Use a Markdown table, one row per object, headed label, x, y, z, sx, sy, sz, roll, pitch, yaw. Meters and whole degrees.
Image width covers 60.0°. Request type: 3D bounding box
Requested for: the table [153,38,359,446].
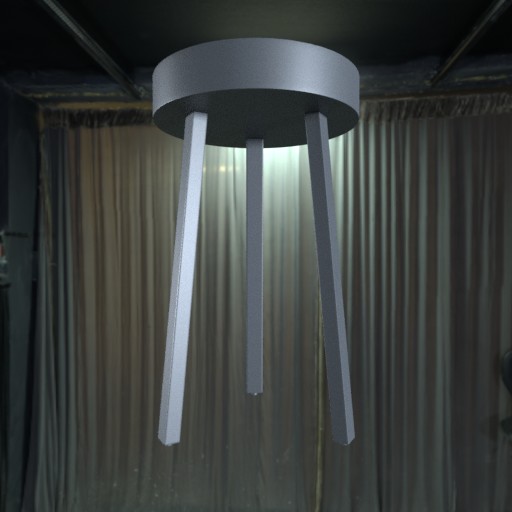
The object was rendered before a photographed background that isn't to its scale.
| label | x | y | z | sx | sy | sz | roll | pitch | yaw |
| --- | --- | --- | --- | --- | --- | --- | --- | --- | --- |
| table | 0.000 | 0.000 | 0.898 | 0.406 | 0.686 | 0.406 | 0 | 1 | 0 |
